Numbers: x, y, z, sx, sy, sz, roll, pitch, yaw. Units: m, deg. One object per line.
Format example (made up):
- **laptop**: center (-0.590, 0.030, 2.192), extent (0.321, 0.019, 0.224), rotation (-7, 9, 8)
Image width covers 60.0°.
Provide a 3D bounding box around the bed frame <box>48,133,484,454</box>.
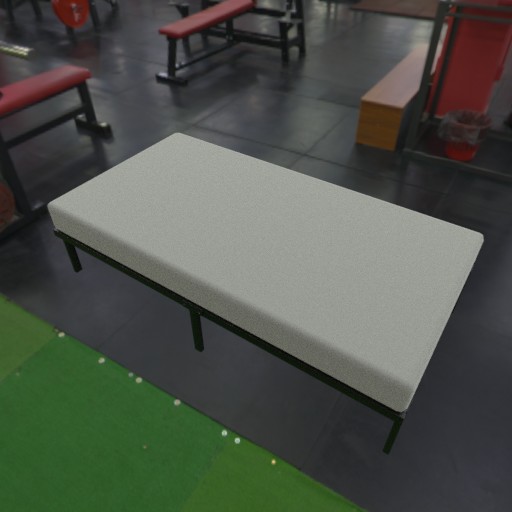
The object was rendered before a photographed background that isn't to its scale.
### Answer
- **bed frame**: center (0.000, 0.000, 3.160), extent (2.635, 0.680, 1.393), rotation (24, 47, 25)
